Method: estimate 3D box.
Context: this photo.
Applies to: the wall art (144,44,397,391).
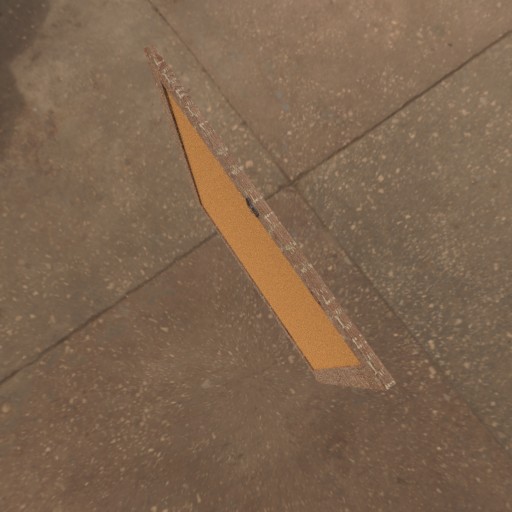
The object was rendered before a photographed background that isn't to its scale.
[{"bbox_3d":[0.000,0.000,0.577,0.012,0.384,0.384,-33,77,-8],"label":"wall art"}]
